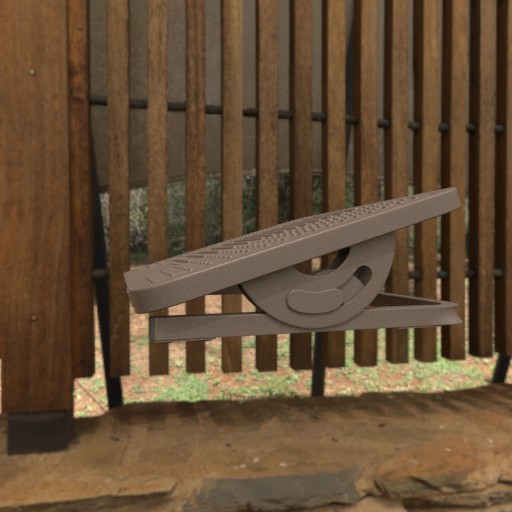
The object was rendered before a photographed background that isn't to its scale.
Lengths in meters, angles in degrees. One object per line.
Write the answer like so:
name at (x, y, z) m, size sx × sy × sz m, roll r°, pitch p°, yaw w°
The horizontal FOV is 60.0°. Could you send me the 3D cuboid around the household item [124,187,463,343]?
household item at (0.000, 0.000, 0.530) m, size 0.301 × 0.126 × 0.390 m, roll 0°, pitch 0°, yaw -17°
